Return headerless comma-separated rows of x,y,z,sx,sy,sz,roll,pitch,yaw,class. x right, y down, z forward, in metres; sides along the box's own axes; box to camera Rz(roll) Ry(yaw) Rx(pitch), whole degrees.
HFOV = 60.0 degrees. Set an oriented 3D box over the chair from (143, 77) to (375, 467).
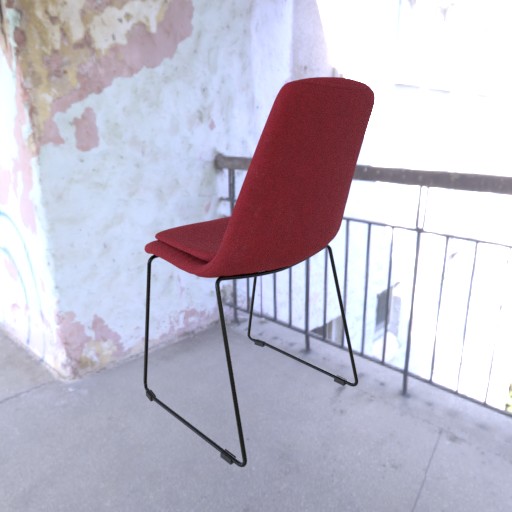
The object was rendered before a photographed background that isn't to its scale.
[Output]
0.000,0.000,1.185,0.479,0.858,0.518,-16,23,-42,chair
